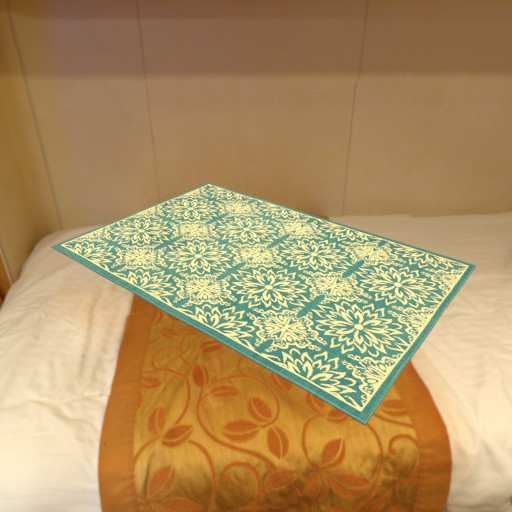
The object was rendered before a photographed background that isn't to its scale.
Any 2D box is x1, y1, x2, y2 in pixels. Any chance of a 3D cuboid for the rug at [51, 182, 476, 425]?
[{"bbox_3d":[0.000,0.000,3.448,2.769,0.018,1.830,22,37,32],"label":"rug"}]
